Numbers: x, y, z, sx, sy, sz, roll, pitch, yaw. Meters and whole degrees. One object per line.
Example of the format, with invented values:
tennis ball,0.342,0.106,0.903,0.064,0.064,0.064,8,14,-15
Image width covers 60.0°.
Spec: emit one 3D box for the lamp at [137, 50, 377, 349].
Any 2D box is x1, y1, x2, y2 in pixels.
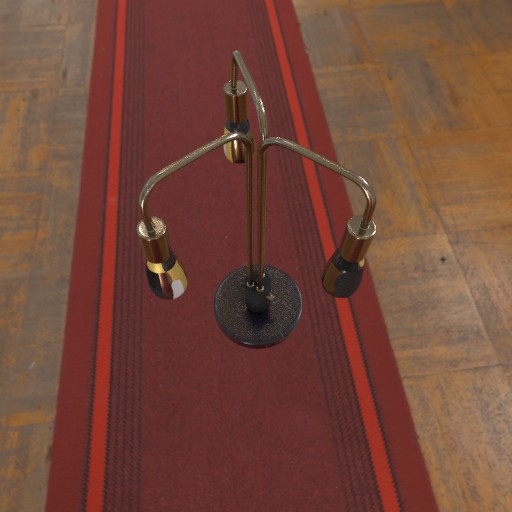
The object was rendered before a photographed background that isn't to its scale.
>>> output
lamp,0.000,0.000,0.791,0.368,0.560,0.355,33,64,19
